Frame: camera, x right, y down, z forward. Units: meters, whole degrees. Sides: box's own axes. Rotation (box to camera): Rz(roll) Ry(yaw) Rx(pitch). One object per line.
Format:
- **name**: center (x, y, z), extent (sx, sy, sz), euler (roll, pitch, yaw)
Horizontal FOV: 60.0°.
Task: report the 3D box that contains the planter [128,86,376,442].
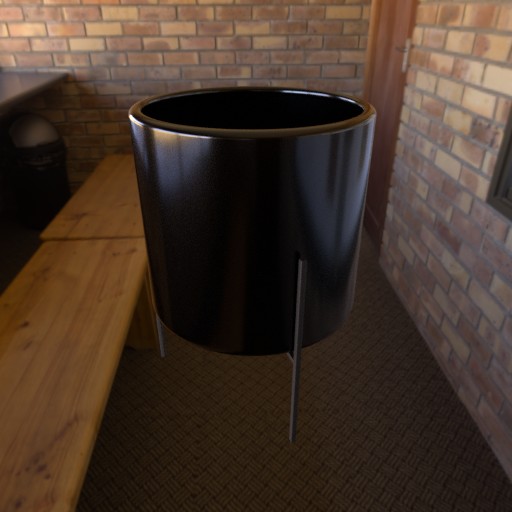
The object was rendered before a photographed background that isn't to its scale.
- **planter**: center (0.000, 0.000, 0.653), extent (0.310, 0.432, 0.310), euler (-19, 34, -30)
